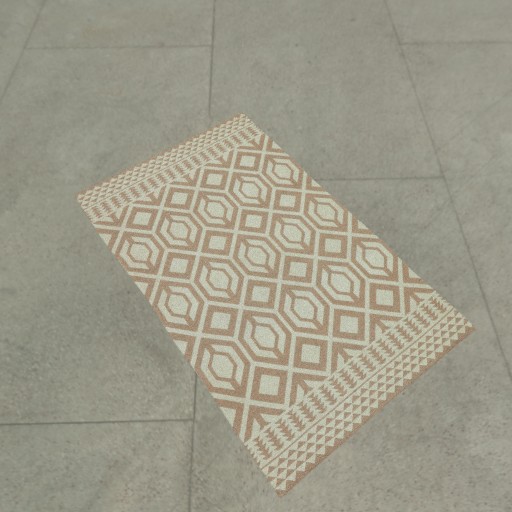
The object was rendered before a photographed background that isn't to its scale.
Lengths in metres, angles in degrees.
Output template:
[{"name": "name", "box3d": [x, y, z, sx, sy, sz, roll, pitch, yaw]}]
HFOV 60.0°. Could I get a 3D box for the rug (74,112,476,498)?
[{"name": "rug", "box3d": [0.000, 0.000, 2.965, 1.526, 0.011, 2.435, -32, 63, -19]}]
